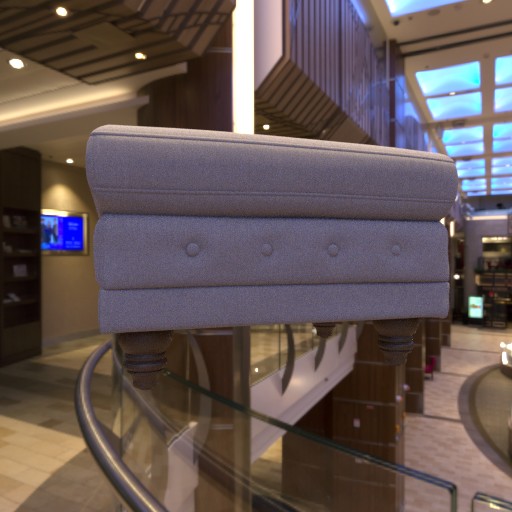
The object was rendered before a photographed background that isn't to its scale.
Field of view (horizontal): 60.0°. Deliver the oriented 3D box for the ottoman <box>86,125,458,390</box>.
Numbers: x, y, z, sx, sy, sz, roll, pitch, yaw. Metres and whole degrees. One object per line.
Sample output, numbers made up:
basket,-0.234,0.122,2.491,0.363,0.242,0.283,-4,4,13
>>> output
ottoman,0.000,0.000,1.100,0.771,0.500,0.569,0,0,-18
